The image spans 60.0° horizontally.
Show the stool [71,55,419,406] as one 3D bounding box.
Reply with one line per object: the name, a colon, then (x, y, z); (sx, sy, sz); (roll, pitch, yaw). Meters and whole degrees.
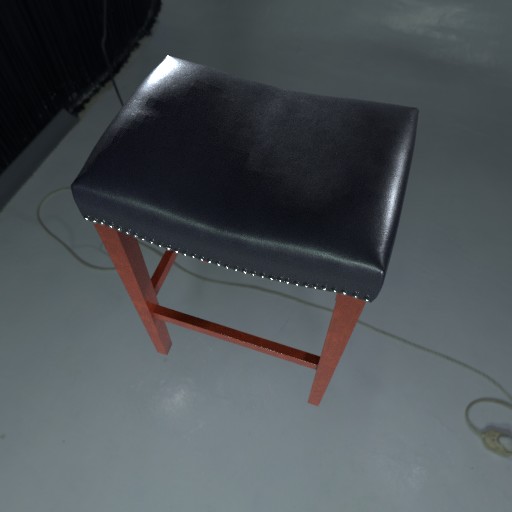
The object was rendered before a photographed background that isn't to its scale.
stool: (0.000, 0.000, 1.022); (0.504, 0.742, 0.372); (16, 59, 10)
